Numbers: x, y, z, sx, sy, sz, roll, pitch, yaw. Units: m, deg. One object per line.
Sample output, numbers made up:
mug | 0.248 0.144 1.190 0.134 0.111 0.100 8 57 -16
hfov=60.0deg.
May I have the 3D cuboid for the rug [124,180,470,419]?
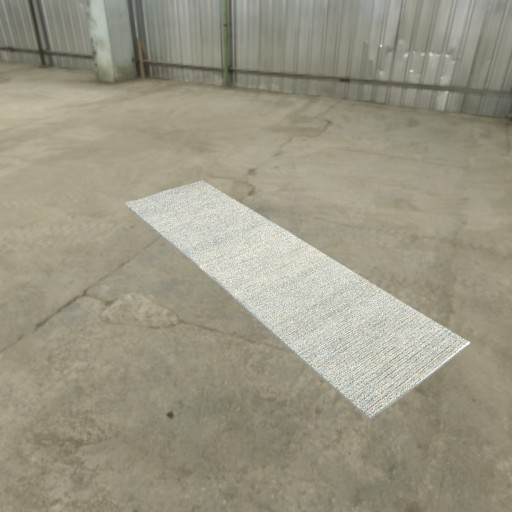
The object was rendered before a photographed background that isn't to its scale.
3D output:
rug | 0.000 0.000 2.616 0.675 0.037 2.341 -22 38 -30
